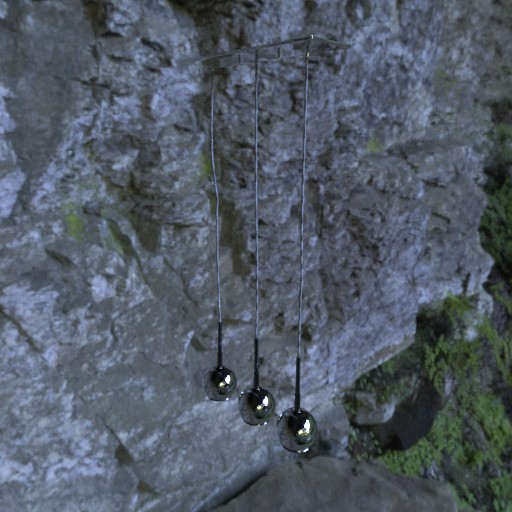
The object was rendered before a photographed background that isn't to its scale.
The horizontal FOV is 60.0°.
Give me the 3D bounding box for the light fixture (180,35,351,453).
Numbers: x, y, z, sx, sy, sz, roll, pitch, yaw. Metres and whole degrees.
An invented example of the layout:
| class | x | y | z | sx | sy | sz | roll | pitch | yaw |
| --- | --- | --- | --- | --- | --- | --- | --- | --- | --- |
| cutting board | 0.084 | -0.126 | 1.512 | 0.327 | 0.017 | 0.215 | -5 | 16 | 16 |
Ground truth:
| class | x | y | z | sx | sy | sz | roll | pitch | yaw |
| --- | --- | --- | --- | --- | --- | --- | --- | --- | --- |
| light fixture | 0.000 | 0.000 | 1.674 | 0.188 | 1.408 | 0.623 | -15 | 22 | -43 |
